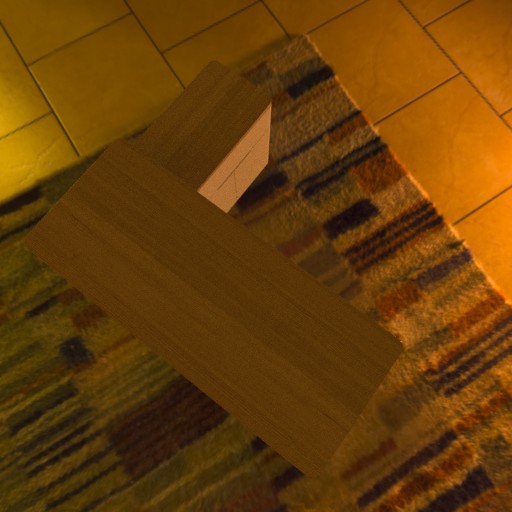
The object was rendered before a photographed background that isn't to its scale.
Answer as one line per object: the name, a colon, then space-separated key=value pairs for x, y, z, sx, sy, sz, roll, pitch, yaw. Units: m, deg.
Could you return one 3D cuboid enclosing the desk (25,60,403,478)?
desk: x=0.000 y=0.000 z=2.098 sx=1.400 sy=0.770 sz=1.175 roll=37 pitch=79 yaw=8
